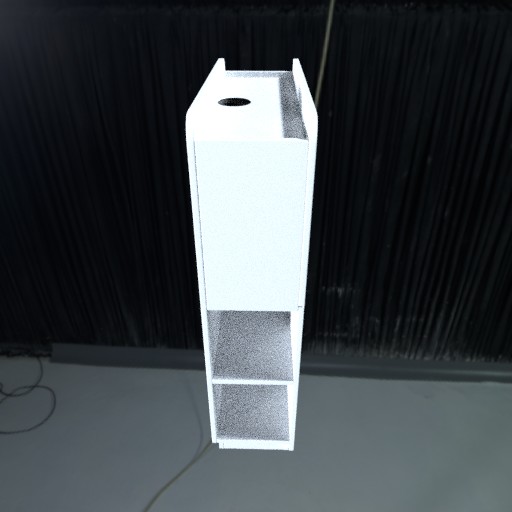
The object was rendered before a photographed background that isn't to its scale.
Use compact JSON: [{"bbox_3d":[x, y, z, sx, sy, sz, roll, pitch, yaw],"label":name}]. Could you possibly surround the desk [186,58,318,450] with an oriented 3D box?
[{"bbox_3d":[0.000,0.000,1.570,0.278,1.190,0.795,1,32,1],"label":"desk"}]
